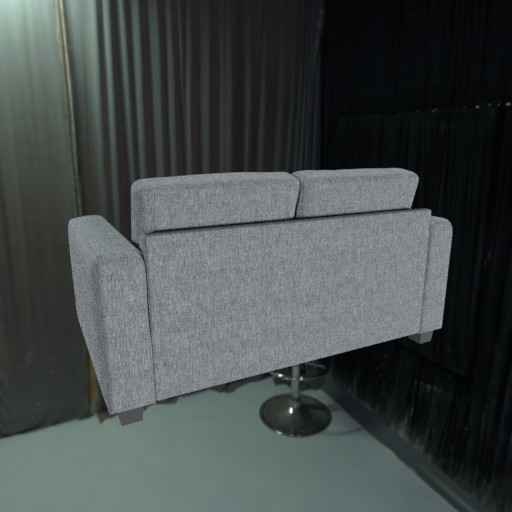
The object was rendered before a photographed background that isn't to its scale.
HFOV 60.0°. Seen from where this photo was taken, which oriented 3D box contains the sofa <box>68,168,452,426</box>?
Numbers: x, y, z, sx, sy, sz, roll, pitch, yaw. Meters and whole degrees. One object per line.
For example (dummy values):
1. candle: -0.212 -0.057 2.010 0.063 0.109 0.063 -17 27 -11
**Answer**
1. sofa: 0.000 0.000 2.029 1.520 0.800 0.900 -7 16 -26
